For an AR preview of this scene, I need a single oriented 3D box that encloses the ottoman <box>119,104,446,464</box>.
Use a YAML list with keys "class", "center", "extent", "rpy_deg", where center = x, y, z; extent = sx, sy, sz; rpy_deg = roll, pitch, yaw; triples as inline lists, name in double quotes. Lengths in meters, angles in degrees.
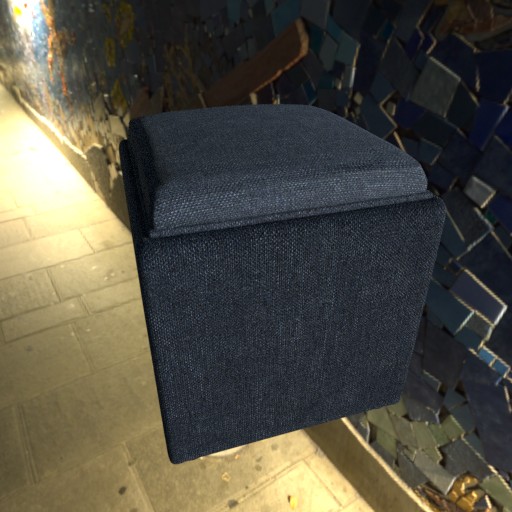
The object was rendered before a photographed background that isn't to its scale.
- class: "ottoman"
  center: [0.000, 0.000, 0.840]
  extent: [0.436, 0.493, 0.454]
  rpy_deg: [-9, 32, -15]
